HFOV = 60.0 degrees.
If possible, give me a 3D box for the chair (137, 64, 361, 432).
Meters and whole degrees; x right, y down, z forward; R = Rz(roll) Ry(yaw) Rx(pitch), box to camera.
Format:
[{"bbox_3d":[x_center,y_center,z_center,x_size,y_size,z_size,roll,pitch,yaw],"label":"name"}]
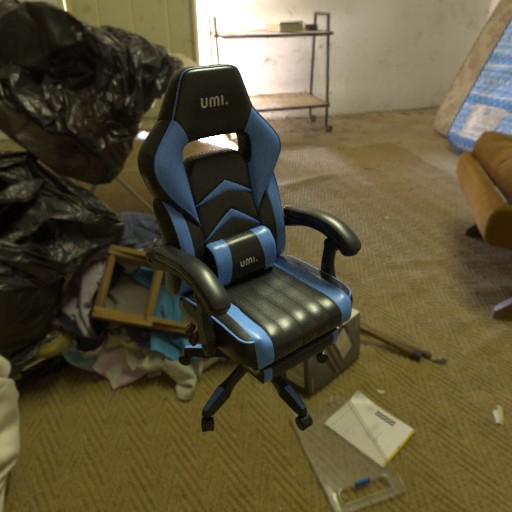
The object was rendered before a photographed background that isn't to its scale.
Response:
[{"bbox_3d":[0.000,0.000,1.676,0.700,1.280,0.700,-21,37,-31],"label":"chair"}]
